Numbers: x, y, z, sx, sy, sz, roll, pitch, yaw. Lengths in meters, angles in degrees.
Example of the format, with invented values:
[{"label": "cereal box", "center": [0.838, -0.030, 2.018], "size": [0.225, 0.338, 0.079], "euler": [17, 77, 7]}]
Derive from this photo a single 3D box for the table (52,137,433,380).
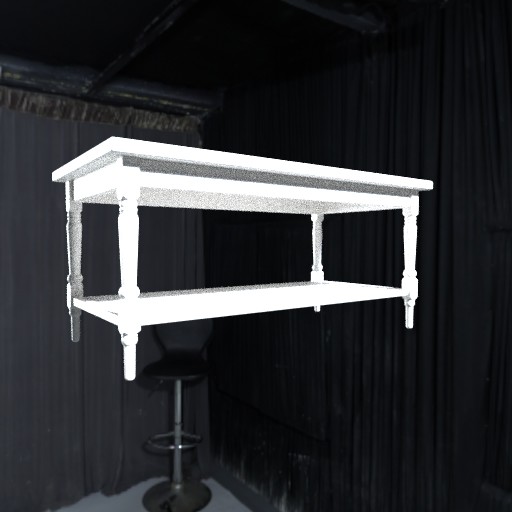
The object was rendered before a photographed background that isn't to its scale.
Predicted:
[{"label": "table", "center": [0.000, 0.000, 1.435], "size": [1.107, 0.510, 0.550], "euler": [-1, 2, -36]}]
